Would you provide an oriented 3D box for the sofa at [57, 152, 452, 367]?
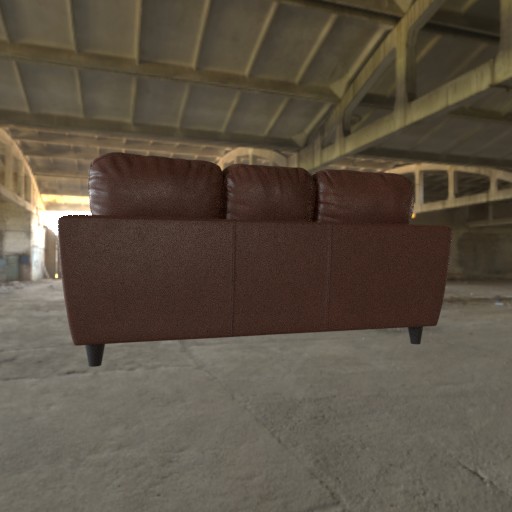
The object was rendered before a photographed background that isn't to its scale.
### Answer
[{"bbox_3d":[0.000,0.000,2.337,1.862,0.915,0.802,0,-1,-18],"label":"sofa"}]
